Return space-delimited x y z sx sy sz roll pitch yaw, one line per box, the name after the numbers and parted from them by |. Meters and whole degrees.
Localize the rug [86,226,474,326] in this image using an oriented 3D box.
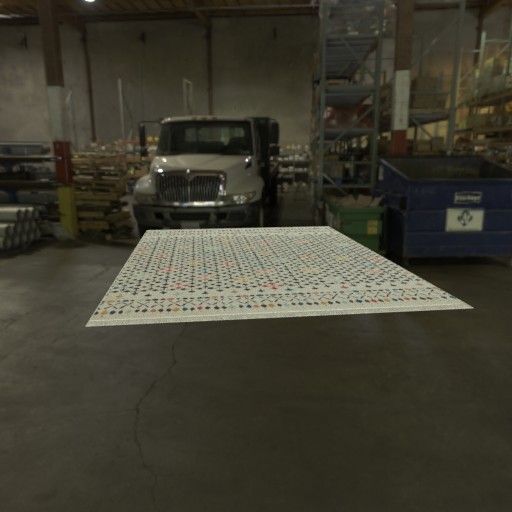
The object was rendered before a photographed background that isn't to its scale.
0.000 0.000 4.189 2.354 0.007 3.196 -2 13 -7 | rug
